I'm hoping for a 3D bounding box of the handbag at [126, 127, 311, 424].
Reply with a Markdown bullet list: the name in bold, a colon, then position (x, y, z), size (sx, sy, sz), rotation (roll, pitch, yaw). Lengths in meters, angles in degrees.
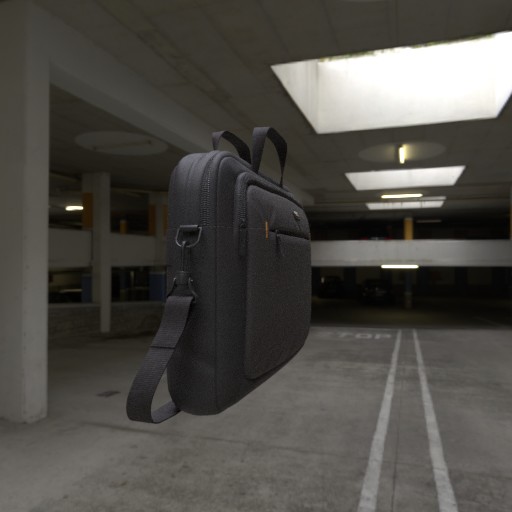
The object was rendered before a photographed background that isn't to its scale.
- **handbag**: position (0.000, 0.000, 0.437), size (0.089, 0.244, 0.320), rotation (0, -1, 18)
